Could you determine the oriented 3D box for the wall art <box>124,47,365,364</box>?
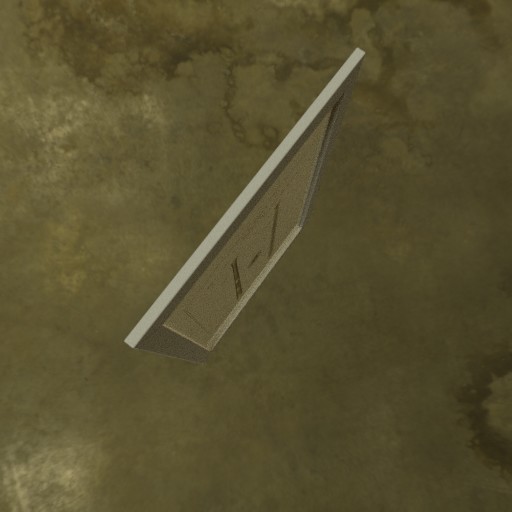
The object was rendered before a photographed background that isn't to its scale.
[{"bbox_3d":[0.000,0.000,0.677,0.012,0.529,0.374,35,78,9],"label":"wall art"}]
